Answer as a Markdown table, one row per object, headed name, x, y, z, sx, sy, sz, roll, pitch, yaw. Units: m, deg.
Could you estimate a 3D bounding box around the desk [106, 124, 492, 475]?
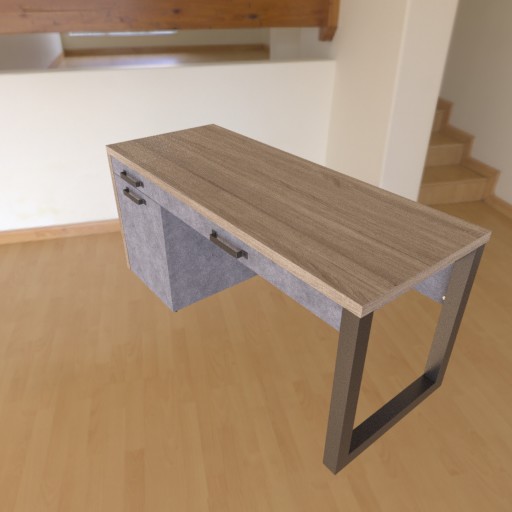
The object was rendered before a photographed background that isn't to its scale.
| name | x | y | z | sx | sy | sz | roll | pitch | yaw |
| --- | --- | --- | --- | --- | --- | --- | --- | --- | --- |
| desk | 0.000 | 0.000 | 2.083 | 0.690 | 0.760 | 1.700 | -22 | 38 | -32 |
